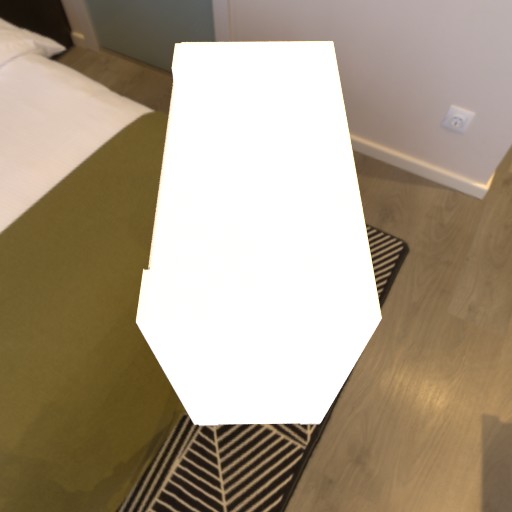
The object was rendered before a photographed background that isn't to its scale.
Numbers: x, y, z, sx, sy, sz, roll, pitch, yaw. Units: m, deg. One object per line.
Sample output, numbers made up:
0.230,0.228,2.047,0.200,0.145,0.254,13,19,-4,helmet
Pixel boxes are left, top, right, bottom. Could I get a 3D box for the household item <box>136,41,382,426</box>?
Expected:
0.000,0.000,1.336,0.420,0.870,0.800,-1,58,0,household item
